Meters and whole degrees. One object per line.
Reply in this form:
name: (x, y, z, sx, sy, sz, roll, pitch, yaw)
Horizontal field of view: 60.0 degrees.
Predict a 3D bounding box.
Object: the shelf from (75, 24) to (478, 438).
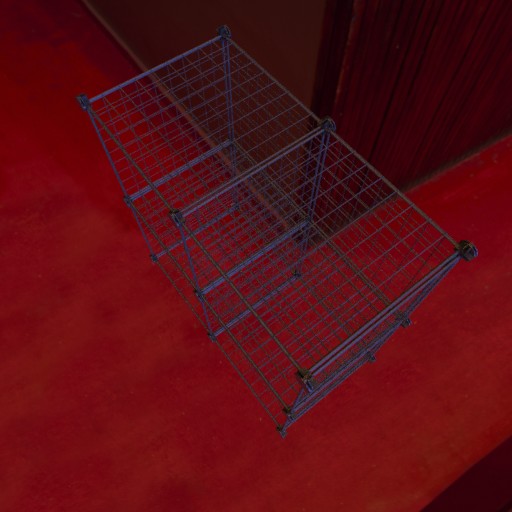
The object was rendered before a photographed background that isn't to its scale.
shelf: (0.000, 0.000, 1.099, 0.356, 0.711, 0.711, -34, 68, -16)
